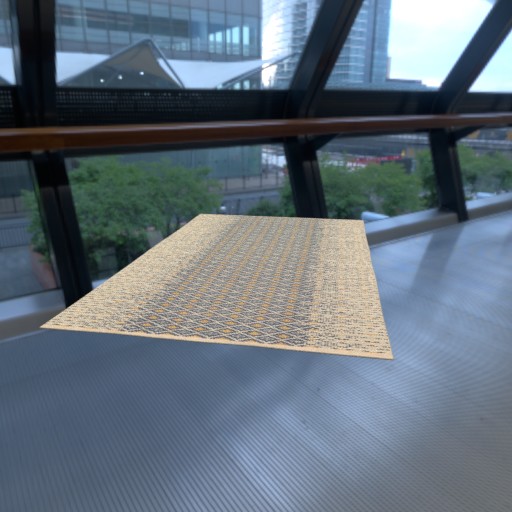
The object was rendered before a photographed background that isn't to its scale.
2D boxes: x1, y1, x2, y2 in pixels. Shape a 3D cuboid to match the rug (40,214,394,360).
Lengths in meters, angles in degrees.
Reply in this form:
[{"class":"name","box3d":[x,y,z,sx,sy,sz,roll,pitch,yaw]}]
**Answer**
[{"class":"rug","box3d":[0.000,0.000,3.012,1.541,0.008,2.448,3,18,10]}]
